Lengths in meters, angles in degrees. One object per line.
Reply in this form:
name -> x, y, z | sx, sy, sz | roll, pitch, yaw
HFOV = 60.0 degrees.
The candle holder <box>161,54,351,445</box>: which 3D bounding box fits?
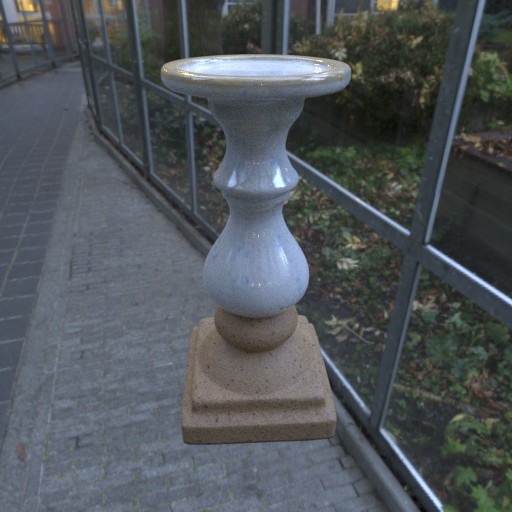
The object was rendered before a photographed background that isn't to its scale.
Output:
candle holder -> 0.000, 0.000, 0.298 | 0.110, 0.239, 0.110 | -1, 30, -2
